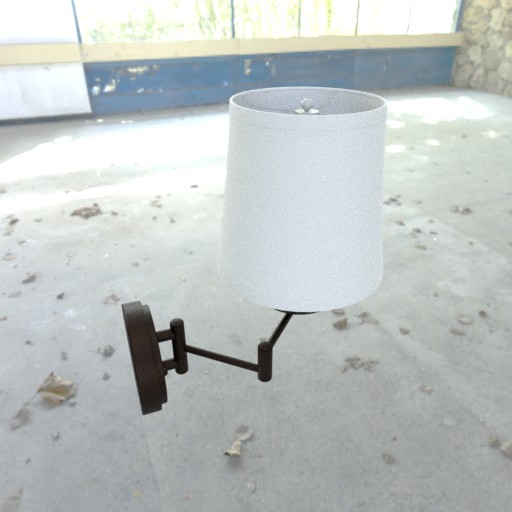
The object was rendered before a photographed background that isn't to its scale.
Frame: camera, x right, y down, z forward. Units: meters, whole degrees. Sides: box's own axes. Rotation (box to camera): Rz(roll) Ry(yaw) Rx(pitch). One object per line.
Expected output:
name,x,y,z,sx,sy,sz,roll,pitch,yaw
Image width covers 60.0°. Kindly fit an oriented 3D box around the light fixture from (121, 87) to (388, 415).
light fixture,0.000,0.000,0.258,0.157,0.172,0.100,-11,31,-18
